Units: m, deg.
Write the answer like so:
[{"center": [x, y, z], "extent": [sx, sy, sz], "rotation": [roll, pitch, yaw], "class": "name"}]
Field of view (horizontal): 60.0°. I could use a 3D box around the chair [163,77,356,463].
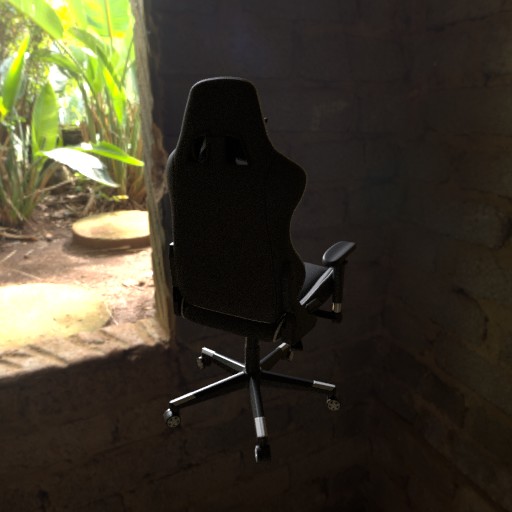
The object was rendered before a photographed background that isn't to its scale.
[{"center": [0.000, 0.000, 1.684], "extent": [0.700, 1.240, 0.700], "rotation": [10, 20, 27], "class": "chair"}]
